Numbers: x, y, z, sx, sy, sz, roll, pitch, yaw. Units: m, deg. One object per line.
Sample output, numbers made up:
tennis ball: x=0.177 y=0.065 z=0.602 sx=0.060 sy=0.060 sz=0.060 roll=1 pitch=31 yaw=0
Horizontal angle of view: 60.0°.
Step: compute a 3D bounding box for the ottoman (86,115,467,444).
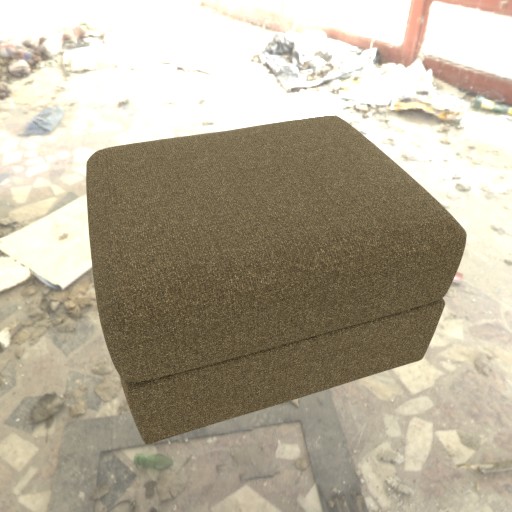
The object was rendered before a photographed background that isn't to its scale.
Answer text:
ottoman: x=0.000 y=0.000 z=1.107 sx=0.742 sy=0.476 sz=0.598 roll=-12 pitch=43 yaw=-14
